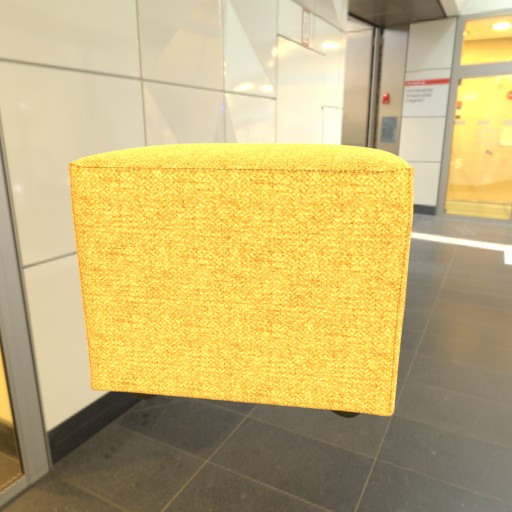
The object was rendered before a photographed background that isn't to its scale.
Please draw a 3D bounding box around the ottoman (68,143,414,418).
[{"bbox_3d":[0.000,0.000,0.896,0.512,0.441,0.505,2,16,8],"label":"ottoman"}]
